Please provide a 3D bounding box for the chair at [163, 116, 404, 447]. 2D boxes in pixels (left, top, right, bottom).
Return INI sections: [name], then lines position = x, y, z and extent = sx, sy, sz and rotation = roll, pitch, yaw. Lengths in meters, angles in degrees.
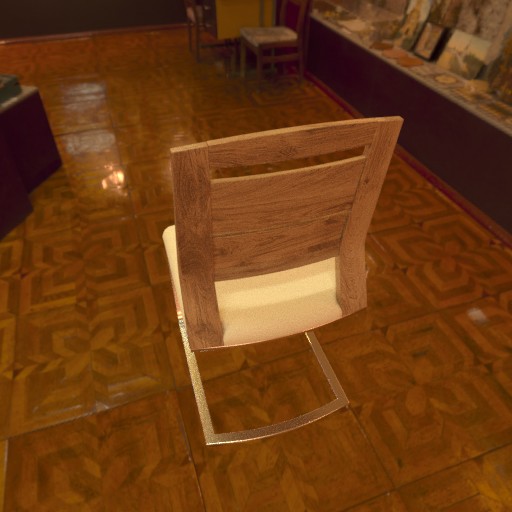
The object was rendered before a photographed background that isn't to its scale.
[chair]
position = 0.000, 0.000, 1.208
extent = 0.457, 0.955, 0.561
rotation = -11, 43, -13
